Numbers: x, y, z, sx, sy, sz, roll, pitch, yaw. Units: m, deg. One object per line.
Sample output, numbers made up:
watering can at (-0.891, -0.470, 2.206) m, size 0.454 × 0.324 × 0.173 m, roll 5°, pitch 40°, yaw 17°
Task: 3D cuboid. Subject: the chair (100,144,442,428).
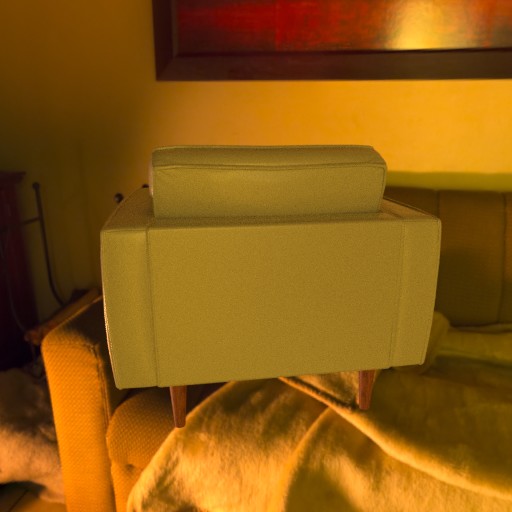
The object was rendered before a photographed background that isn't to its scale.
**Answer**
chair at (0.000, 0.000, 1.557) m, size 0.928 × 0.773 × 0.843 m, roll -2°, pitch 16°, yaw -8°
